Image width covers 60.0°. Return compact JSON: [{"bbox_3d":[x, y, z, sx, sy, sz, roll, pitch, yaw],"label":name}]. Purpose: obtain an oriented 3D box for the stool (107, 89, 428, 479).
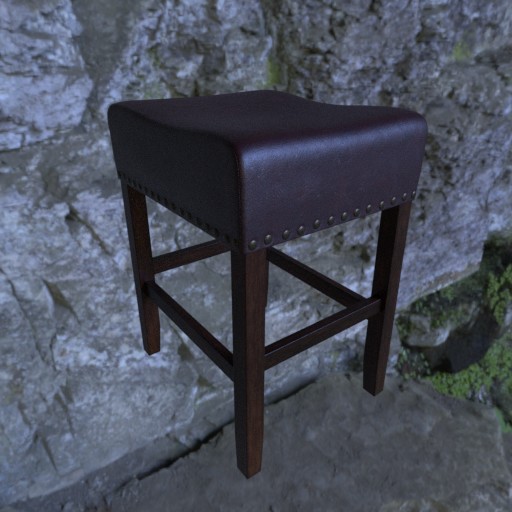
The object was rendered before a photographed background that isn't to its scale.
[{"bbox_3d":[0.000,0.000,0.932,0.397,0.608,0.465,-18,32,-32],"label":"stool"}]
